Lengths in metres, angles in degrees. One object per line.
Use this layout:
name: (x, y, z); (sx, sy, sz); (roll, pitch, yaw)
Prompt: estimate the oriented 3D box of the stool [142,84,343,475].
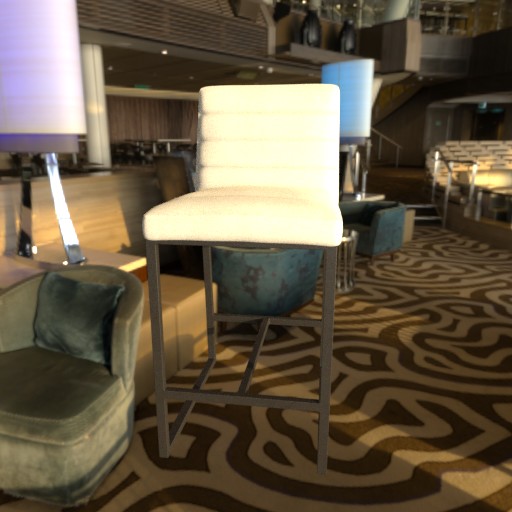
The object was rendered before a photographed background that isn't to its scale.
stool: (0.000, 0.000, 1.258); (0.459, 0.971, 0.567); (2, 15, 8)
